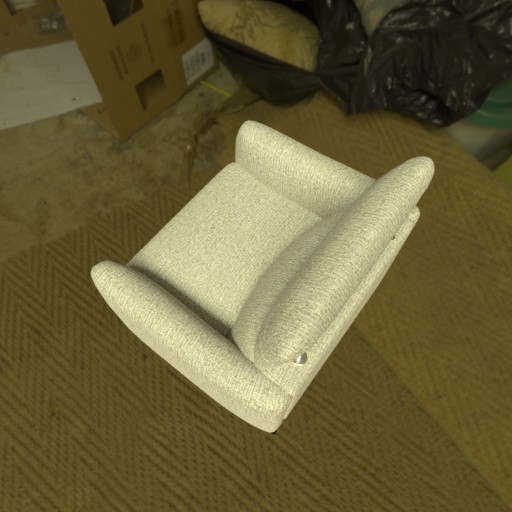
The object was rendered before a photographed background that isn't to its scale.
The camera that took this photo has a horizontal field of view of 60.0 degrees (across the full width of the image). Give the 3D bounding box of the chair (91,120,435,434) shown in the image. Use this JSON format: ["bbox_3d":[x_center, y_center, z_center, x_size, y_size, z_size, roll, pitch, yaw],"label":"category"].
[{"bbox_3d":[0.000,0.000,1.670,0.835,0.967,0.972,34,67,16],"label":"chair"}]
